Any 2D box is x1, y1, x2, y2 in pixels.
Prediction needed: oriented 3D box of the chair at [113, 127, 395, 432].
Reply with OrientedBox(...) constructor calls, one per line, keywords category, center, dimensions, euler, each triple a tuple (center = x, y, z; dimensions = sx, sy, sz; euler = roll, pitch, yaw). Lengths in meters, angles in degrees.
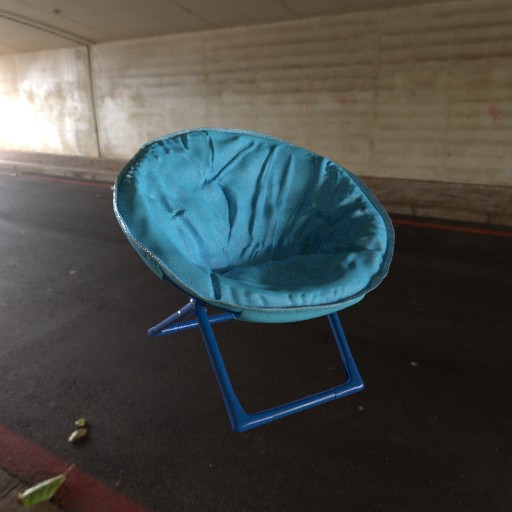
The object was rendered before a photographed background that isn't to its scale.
OrientedBox(category="chair", center=(0.000, 0.000, 0.882), dimensions=(0.520, 0.478, 0.465), euler=(-9, 20, -26))
